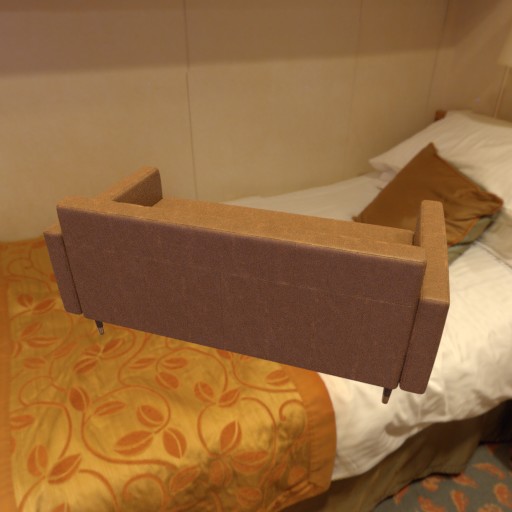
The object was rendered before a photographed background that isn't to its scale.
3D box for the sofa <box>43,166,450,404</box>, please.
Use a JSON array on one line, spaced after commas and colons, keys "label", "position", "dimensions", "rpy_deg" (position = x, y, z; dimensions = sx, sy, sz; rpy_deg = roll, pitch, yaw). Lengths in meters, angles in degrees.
[{"label": "sofa", "position": [0.000, 0.000, 2.378], "dimensions": [1.847, 0.821, 0.993], "rpy_deg": [10, 33, 15]}]
